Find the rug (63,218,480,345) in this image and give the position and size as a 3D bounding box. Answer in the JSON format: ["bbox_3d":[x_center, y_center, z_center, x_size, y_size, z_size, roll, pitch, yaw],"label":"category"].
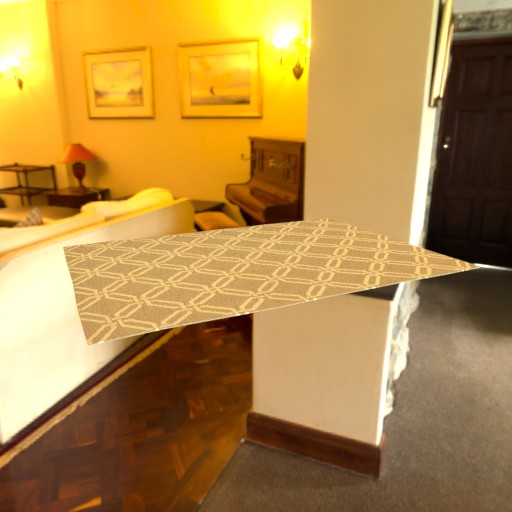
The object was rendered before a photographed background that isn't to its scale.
[{"bbox_3d":[0.000,0.000,2.740,2.135,0.013,1.524,-8,18,-25],"label":"rug"}]
